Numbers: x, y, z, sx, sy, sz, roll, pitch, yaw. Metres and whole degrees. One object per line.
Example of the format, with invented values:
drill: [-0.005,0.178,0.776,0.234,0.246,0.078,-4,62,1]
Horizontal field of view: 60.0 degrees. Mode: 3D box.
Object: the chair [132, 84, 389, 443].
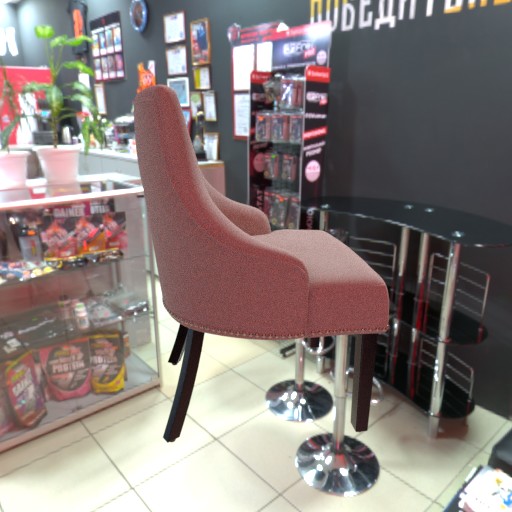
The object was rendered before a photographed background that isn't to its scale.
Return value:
chair: [0.000,0.000,1.299,0.629,0.909,0.566,-3,18,-8]
